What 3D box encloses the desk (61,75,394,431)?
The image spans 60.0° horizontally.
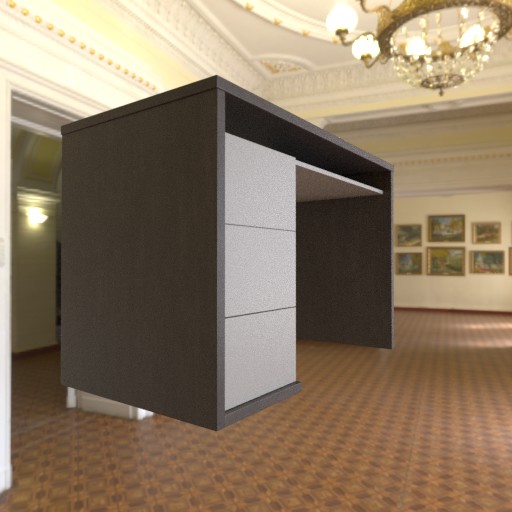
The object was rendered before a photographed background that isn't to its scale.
[{"bbox_3d":[0.000,0.000,1.548,0.600,0.750,1.100,0,-1,36],"label":"desk"}]
